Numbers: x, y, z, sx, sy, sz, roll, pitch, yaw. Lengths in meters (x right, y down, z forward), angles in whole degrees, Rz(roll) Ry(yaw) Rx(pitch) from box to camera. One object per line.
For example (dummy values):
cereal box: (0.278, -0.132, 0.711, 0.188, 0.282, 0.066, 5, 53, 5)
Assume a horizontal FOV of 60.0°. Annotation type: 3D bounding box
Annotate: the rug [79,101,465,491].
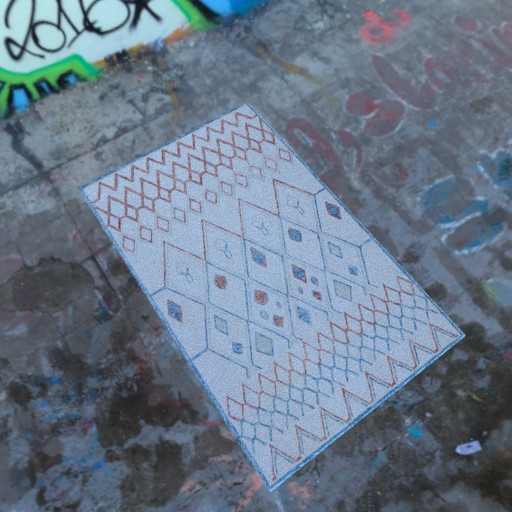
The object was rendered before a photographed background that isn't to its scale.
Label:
rug: (0.000, 0.000, 3.050, 1.524, 0.015, 2.438, -32, 68, -15)
